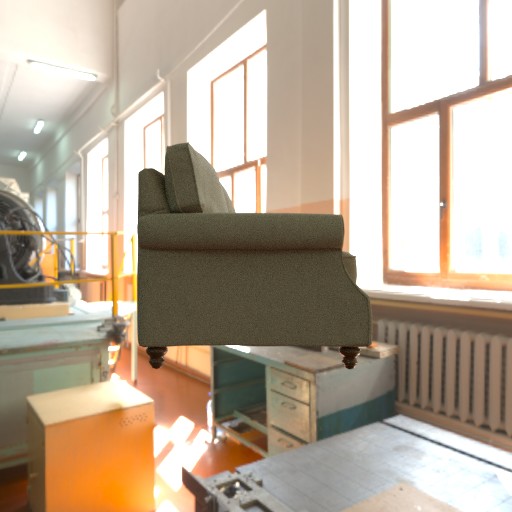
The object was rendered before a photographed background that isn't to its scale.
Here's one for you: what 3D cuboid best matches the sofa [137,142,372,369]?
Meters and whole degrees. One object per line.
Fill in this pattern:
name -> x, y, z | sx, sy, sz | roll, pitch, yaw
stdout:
sofa -> 0.000, 0.000, 2.867 | 0.966, 0.948, 2.354 | 0, 0, 0
